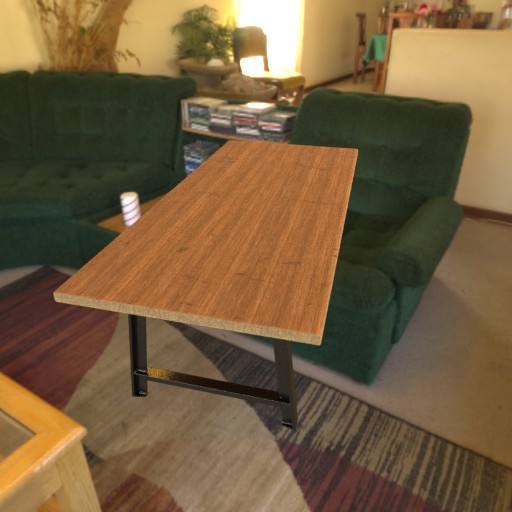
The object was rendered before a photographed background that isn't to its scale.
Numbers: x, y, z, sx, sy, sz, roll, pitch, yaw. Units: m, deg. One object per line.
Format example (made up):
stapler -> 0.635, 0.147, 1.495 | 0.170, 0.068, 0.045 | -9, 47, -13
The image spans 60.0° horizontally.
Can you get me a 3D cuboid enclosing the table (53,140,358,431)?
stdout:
table -> 0.000, 0.000, 2.653 | 1.000, 0.757, 2.200 | 7, 30, 12
